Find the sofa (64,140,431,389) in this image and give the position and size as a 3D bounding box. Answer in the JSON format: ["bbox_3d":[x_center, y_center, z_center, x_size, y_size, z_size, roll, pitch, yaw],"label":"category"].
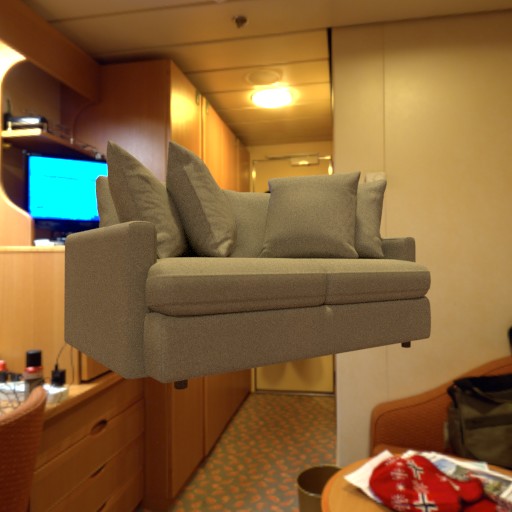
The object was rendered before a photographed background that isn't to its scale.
[{"bbox_3d":[0.000,0.000,2.609,1.869,1.080,1.228,1,-1,-36],"label":"sofa"}]
